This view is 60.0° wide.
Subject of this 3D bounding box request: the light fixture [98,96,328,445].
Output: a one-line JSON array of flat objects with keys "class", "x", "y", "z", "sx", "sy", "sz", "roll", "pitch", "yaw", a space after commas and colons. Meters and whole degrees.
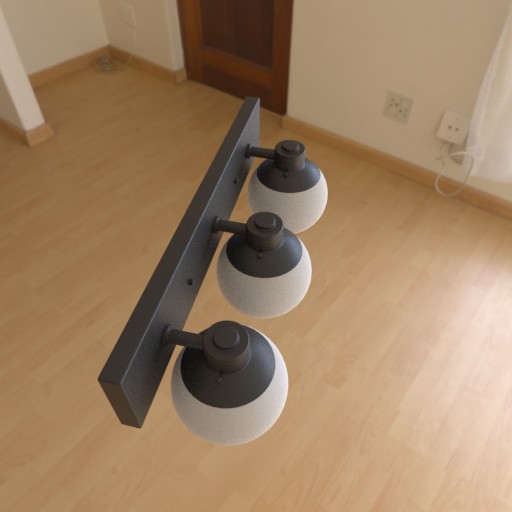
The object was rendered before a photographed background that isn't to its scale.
[{"class": "light fixture", "x": 0.000, "y": 0.000, "z": 0.846, "sx": 0.218, "sy": 0.263, "sz": 0.721, "roll": 10, "pitch": 48, "yaw": 9}]
